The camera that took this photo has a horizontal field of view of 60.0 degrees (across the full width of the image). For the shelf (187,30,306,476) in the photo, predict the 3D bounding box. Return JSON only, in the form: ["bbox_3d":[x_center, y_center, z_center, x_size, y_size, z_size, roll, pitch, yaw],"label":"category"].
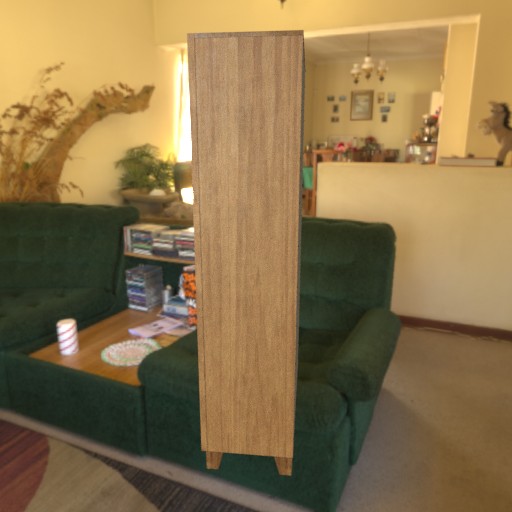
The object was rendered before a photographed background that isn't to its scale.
[{"bbox_3d":[0.000,0.000,2.294,0.453,1.930,0.864,2,14,7],"label":"shelf"}]
